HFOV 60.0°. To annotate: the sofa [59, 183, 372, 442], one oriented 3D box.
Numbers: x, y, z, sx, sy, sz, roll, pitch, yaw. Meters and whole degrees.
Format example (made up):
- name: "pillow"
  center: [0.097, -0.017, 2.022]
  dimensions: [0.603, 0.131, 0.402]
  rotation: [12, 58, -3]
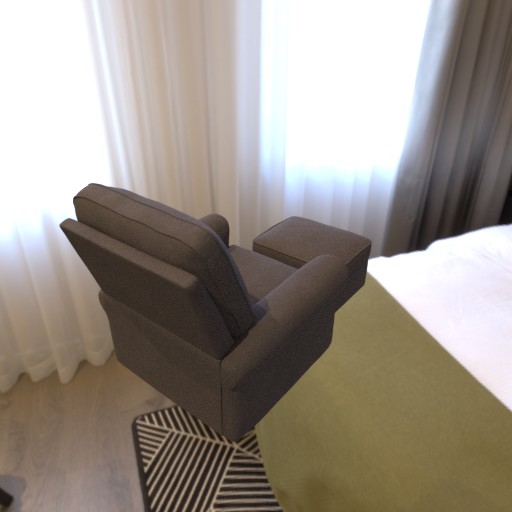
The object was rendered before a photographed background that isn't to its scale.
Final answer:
- name: "sofa"
  center: [0.000, 0.000, 2.109]
  dimensions: [0.880, 0.959, 1.478]
  rotation: [22, 36, 33]
